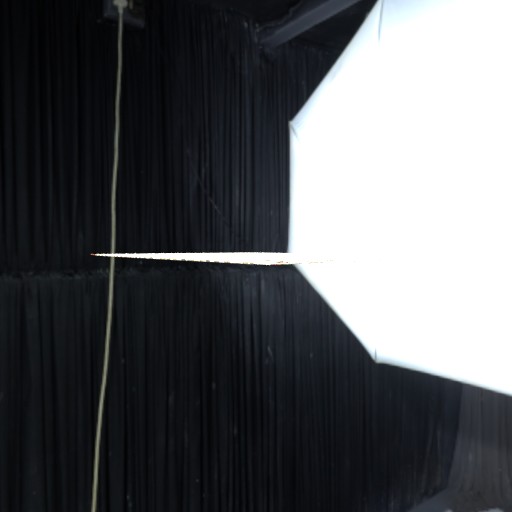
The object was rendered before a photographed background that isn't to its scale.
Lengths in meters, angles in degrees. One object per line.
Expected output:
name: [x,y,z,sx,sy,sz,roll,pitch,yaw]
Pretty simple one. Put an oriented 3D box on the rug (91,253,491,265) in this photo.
rug: [0.000,0.000,2.299,1.219,0.008,1.829,-1,1,-36]
